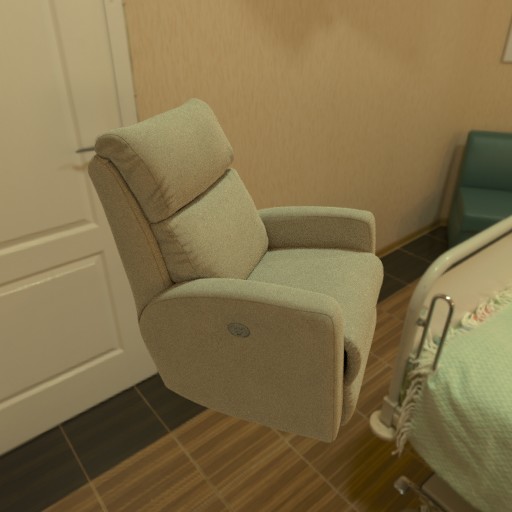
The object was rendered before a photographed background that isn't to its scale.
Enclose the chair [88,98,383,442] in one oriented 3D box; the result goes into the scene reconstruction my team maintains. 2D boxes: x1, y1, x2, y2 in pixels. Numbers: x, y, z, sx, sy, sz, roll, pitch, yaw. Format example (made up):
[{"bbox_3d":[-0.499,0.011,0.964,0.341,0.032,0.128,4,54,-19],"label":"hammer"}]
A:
[{"bbox_3d":[0.000,0.000,1.701,0.940,1.021,0.794,11,32,18],"label":"chair"}]
